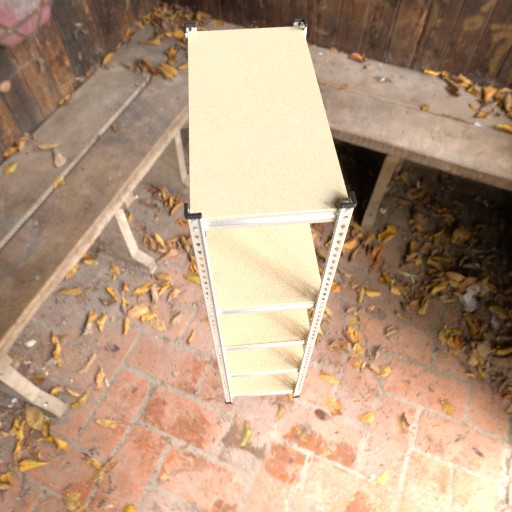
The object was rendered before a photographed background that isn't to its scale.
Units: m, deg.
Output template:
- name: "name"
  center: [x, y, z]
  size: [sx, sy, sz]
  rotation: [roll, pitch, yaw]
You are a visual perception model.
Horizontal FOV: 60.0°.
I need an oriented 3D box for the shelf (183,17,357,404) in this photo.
- name: "shelf"
  center: [0.000, 0.000, 2.171]
  size: [0.457, 1.829, 0.914]
  rotation: [-4, 57, -3]
